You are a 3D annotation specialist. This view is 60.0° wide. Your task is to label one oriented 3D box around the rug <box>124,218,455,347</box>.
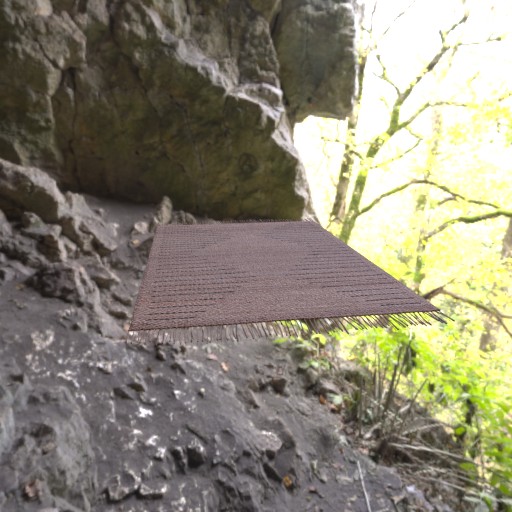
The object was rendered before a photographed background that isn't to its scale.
[{"bbox_3d":[0.000,0.000,2.556,1.224,0.027,2.085,-2,16,-9],"label":"rug"}]
